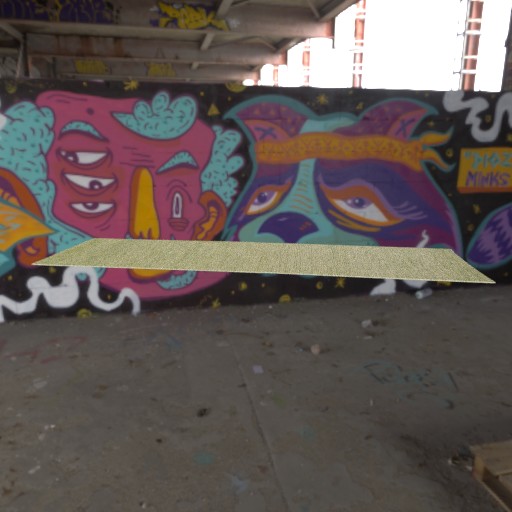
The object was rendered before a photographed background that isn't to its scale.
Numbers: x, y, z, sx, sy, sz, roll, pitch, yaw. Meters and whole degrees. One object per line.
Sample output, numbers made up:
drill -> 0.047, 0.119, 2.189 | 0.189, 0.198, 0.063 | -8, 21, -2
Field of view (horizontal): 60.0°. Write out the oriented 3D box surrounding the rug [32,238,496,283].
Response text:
rug -> 0.000, 0.000, 2.540 | 2.340, 0.013, 0.686 | 2, 14, 8
